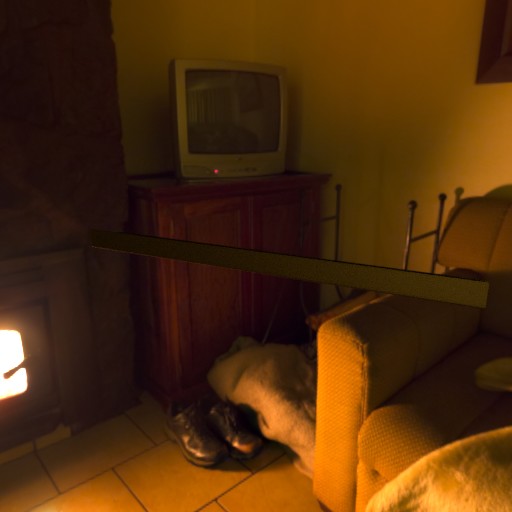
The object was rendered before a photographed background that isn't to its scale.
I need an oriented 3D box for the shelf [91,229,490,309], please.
[{"bbox_3d":[0.000,0.000,0.988,0.924,0.049,0.092,8,17,27],"label":"shelf"}]
